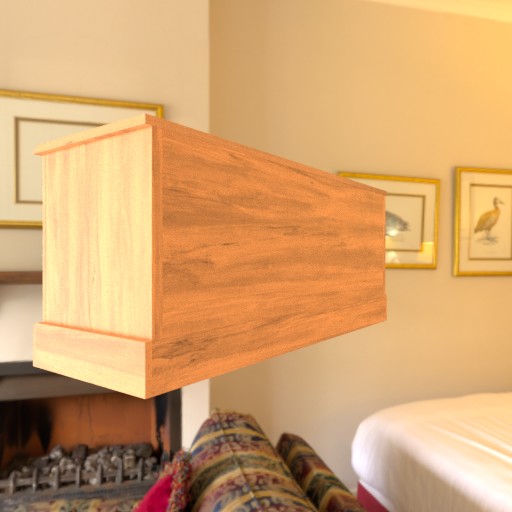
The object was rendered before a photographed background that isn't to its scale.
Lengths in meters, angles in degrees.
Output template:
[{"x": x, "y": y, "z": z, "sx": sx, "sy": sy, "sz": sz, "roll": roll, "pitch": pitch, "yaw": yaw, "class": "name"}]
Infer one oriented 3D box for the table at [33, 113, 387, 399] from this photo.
[{"x": 0.000, "y": 0.000, "z": 1.391, "sx": 0.400, "sy": 0.510, "sz": 1.200, "roll": 0, "pitch": 0, "yaw": 37, "class": "table"}]
